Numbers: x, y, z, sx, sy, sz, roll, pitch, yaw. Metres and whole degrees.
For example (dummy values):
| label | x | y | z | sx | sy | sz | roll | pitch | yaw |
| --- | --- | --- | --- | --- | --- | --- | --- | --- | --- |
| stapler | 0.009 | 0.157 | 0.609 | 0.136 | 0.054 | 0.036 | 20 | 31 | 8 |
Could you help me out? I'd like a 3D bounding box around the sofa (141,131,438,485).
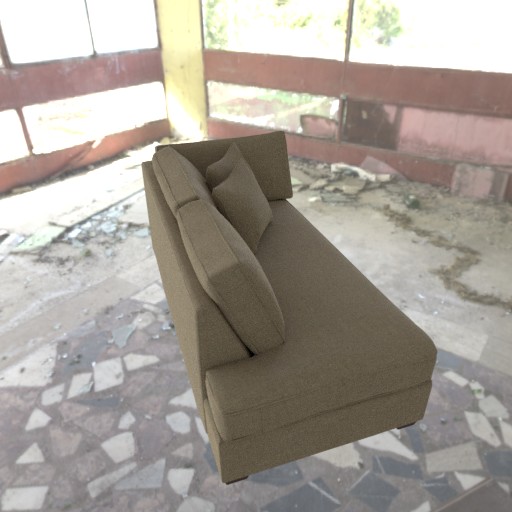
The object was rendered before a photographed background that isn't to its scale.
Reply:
| label | x | y | z | sx | sy | sz | roll | pitch | yaw |
| --- | --- | --- | --- | --- | --- | --- | --- | --- | --- |
| sofa | 0.000 | 0.000 | 2.746 | 1.110 | 1.019 | 2.238 | -10 | 32 | -16 |
